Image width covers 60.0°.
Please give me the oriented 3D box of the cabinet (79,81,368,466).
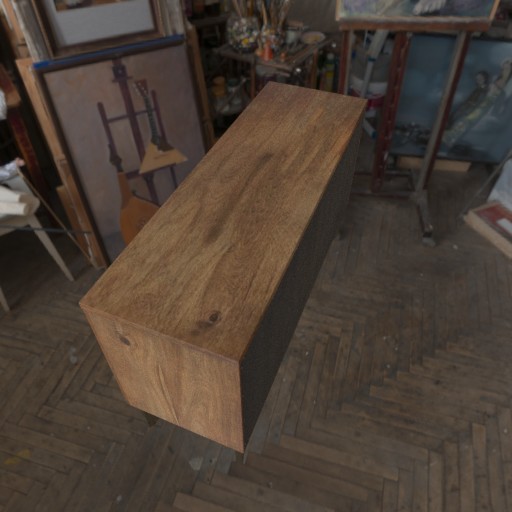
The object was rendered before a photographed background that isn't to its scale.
[{"bbox_3d":[0.000,0.000,1.826,0.480,0.812,1.373,17,49,15],"label":"cabinet"}]
